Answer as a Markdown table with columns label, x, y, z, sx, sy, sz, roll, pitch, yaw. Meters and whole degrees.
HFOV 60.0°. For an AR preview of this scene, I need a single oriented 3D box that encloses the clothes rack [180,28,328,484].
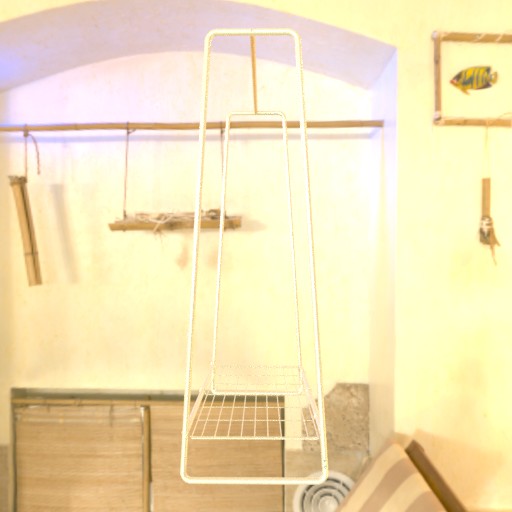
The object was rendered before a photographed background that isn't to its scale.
| label | x | y | z | sx | sy | sz | roll | pitch | yaw |
| --- | --- | --- | --- | --- | --- | --- | --- | --- | --- |
| clothes rack | 0.000 | 0.000 | 1.900 | 0.495 | 1.500 | 0.900 | 0 | 1 | 1 |
